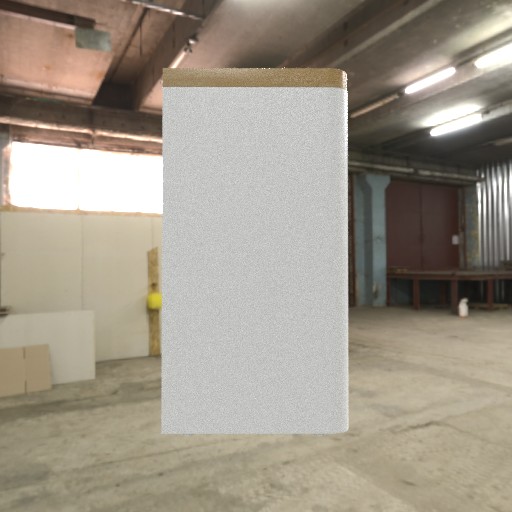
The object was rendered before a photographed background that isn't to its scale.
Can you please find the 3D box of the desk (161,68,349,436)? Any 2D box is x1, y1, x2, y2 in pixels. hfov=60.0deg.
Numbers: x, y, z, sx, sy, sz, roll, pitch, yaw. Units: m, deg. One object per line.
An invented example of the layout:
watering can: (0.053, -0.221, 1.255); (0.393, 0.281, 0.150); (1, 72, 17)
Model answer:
desk: (0.000, 0.000, 1.462); (0.390, 0.760, 1.100); (0, -1, 0)
